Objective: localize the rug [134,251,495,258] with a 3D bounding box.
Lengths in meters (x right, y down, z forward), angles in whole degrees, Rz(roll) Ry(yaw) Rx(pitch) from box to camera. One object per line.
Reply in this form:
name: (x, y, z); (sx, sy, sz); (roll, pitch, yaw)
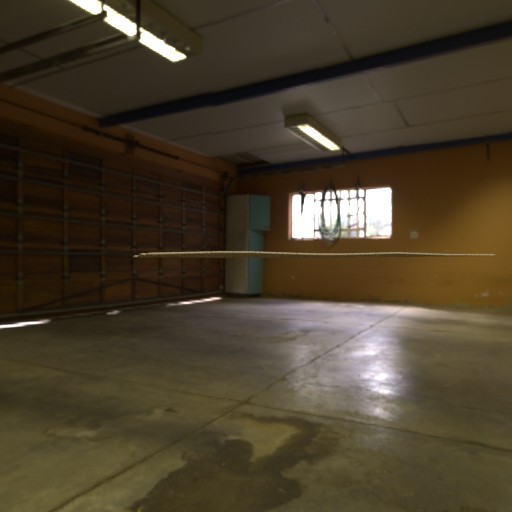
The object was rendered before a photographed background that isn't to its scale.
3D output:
rug: (0.000, 0.000, 2.951); (1.524, 0.015, 2.439); (0, 0, -17)
